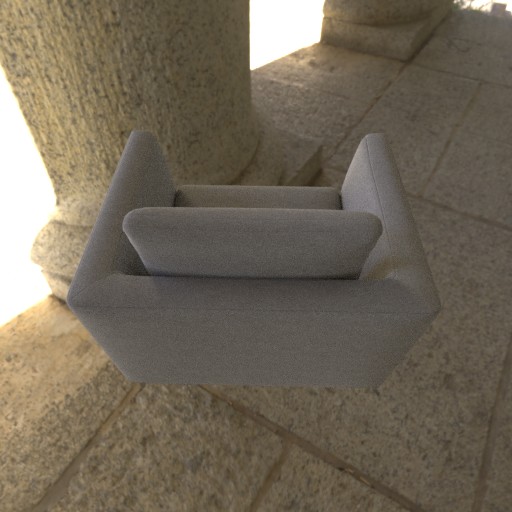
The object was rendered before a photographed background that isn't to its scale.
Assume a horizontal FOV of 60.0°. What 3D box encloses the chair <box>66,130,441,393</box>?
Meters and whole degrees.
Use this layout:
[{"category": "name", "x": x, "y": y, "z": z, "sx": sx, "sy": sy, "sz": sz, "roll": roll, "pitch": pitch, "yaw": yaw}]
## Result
[{"category": "chair", "x": 0.000, "y": 0.000, "z": 1.664, "sx": 1.041, "sy": 0.864, "sz": 0.889, "roll": 1, "pitch": 47, "yaw": 1}]
